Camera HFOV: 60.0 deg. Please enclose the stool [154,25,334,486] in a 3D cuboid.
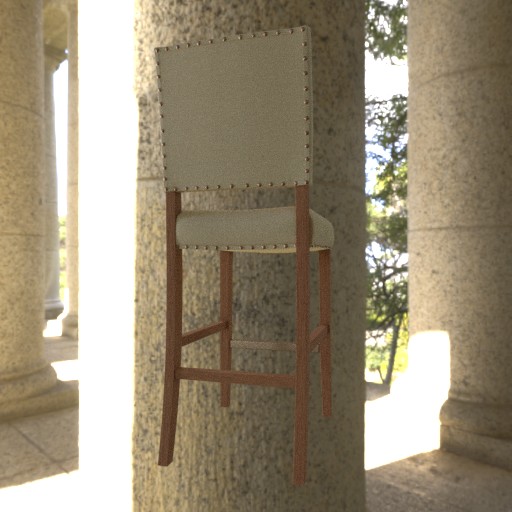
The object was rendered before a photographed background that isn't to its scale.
[{"bbox_3d":[0.000,0.000,1.431,0.445,1.168,0.584,0,-1,16],"label":"stool"}]
